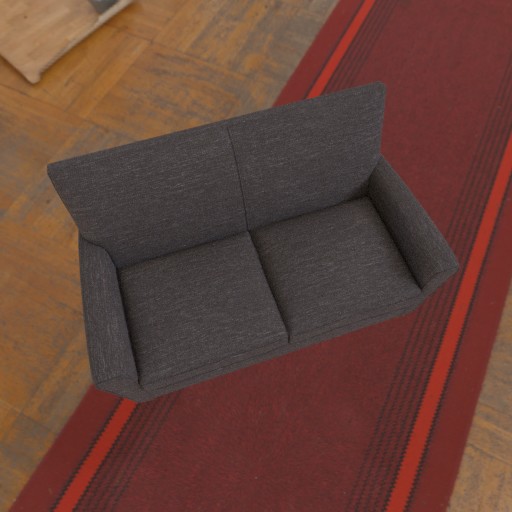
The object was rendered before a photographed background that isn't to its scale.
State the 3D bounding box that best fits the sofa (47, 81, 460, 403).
[{"bbox_3d":[0.000,0.000,2.029,1.509,0.905,0.867,-17,65,-8],"label":"sofa"}]
